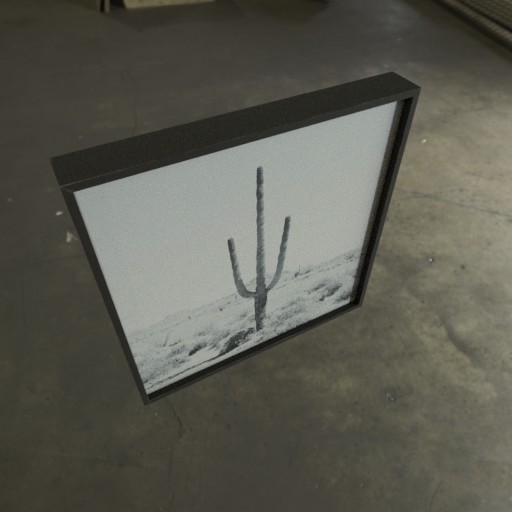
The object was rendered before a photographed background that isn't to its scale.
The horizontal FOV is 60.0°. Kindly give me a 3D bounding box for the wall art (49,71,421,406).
[{"bbox_3d":[0.000,0.000,0.454,0.305,0.305,0.038,-21,49,-19],"label":"wall art"}]
